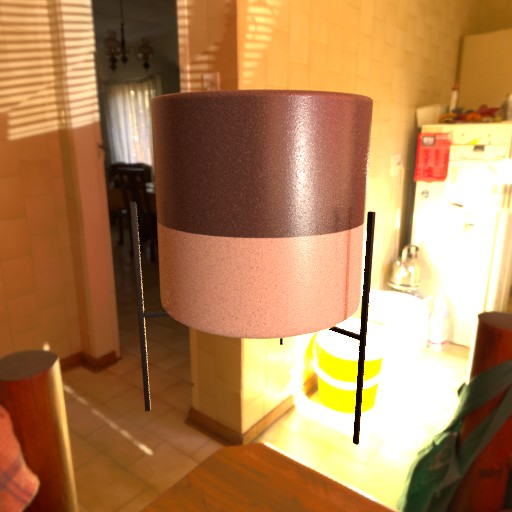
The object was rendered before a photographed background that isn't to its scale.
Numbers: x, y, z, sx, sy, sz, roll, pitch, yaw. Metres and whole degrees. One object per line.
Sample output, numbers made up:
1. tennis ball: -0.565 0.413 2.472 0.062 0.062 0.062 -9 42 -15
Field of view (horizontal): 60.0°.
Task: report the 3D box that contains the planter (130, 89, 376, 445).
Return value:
1. planter: 0.000 0.000 0.533 0.250 0.353 0.260 2 15 7
